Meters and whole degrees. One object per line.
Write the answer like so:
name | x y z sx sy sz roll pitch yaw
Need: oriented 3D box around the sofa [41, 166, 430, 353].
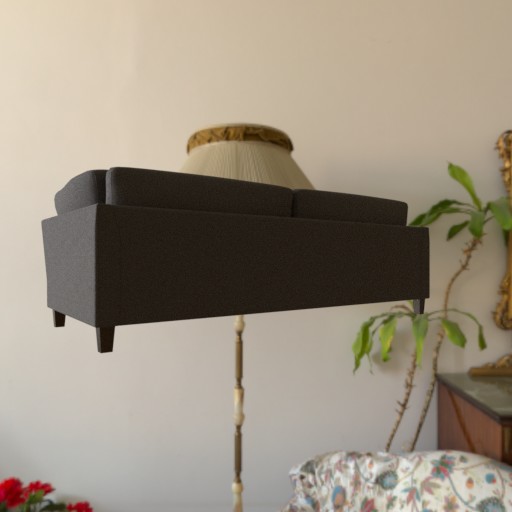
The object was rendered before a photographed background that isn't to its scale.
sofa | 0.000 0.000 2.781 2.312 0.792 0.969 0 -1 -36
